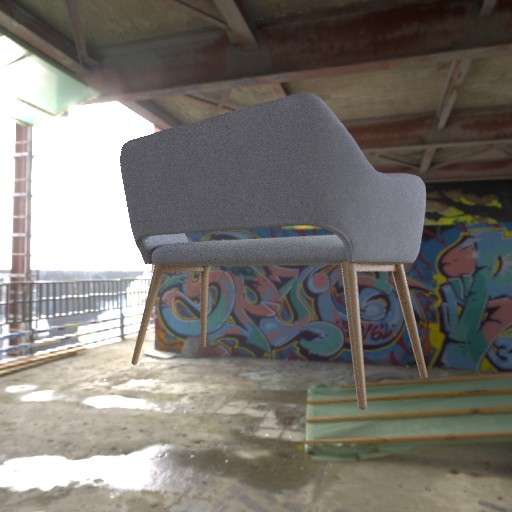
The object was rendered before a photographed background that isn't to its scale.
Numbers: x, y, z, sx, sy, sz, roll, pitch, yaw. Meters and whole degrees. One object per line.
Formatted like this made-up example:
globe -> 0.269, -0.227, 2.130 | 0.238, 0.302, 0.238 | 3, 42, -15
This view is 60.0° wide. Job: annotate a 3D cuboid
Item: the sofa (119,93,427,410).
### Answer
sofa -> 0.000, 0.000, 1.602 | 1.150, 0.840, 0.610 | -1, -2, 36
